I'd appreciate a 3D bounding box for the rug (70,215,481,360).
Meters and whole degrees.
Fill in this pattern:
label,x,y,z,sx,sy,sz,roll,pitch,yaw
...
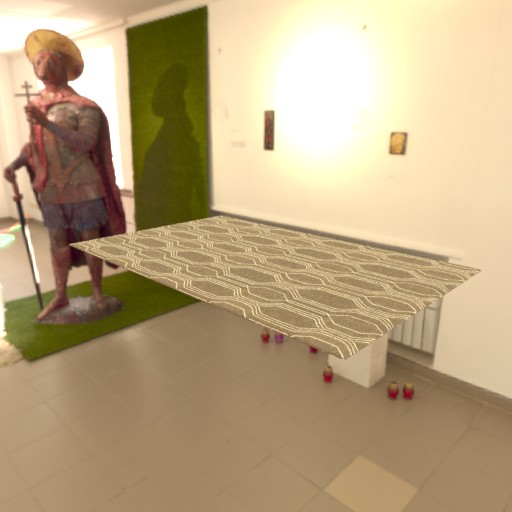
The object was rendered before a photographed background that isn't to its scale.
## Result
label,x,y,z,sx,sy,sz,roll,pitch,yaw
rug,0.000,0.000,3.072,2.457,0.012,1.541,15,23,42
